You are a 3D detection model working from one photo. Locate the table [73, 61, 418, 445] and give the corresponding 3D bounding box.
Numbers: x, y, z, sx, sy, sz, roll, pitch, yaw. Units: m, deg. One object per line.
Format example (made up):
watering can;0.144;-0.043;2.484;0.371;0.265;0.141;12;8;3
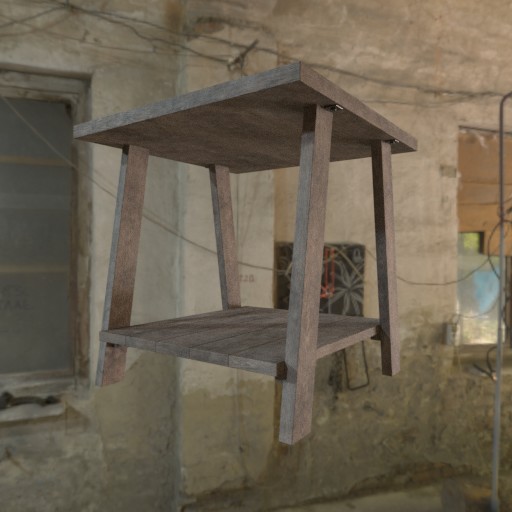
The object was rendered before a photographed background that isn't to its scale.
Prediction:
table;0.000;0.000;1.105;0.610;0.610;0.610;1;1;36
